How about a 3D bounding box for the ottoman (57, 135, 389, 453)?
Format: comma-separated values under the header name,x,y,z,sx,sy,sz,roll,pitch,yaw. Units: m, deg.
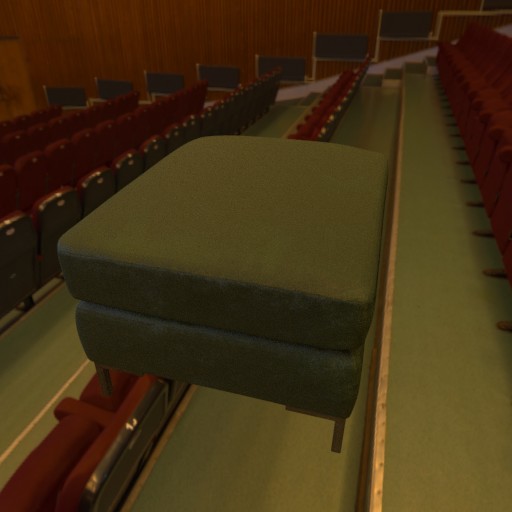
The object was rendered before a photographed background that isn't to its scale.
name,x,y,z,sx,sy,sz,roll,pitch,yaw
ottoman,0.000,0.000,1.333,0.701,0.538,0.839,8,32,14
